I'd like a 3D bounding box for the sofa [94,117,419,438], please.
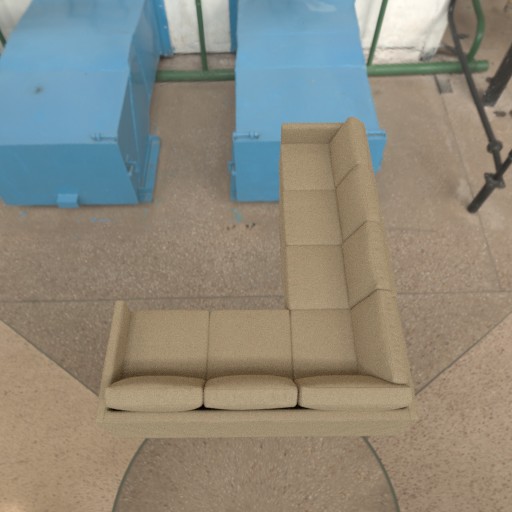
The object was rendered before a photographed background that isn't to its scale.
[{"bbox_3d":[0.000,0.000,4.303,2.432,0.871,3.182,0,59,0],"label":"sofa"}]
